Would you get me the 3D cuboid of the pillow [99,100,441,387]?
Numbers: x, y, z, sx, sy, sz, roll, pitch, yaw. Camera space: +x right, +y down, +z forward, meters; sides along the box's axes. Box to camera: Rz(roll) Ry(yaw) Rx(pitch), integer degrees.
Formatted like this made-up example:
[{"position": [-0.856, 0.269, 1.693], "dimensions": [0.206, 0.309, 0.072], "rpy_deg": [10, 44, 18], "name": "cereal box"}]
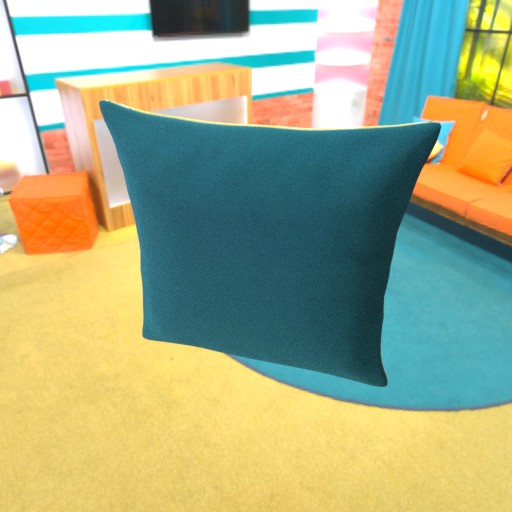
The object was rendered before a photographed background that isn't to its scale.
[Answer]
[{"position": [0.000, 0.000, 0.788], "dimensions": [0.525, 0.508, 0.166], "rpy_deg": [8, 32, 14], "name": "pillow"}]
